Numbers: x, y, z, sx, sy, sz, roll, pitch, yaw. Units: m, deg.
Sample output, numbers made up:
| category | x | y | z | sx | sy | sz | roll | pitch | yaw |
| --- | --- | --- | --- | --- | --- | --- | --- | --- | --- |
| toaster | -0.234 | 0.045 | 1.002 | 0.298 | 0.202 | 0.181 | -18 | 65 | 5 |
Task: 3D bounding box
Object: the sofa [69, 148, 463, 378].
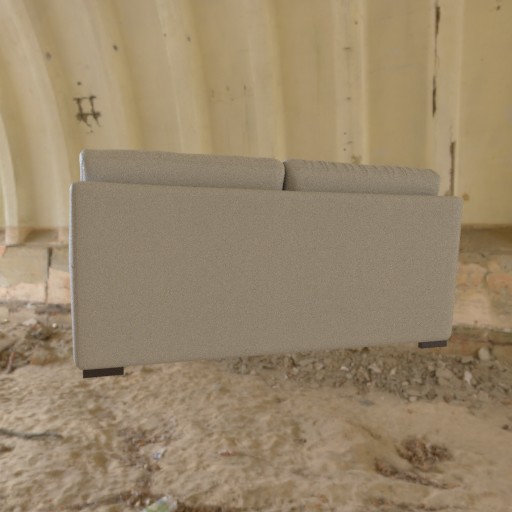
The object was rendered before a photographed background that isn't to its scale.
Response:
| category | x | y | z | sx | sy | sz | roll | pitch | yaw |
| --- | --- | --- | --- | --- | --- | --- | --- | --- | --- |
| sofa | 0.000 | 0.000 | 2.458 | 1.880 | 0.940 | 1.143 | -1 | 2 | -18 |
